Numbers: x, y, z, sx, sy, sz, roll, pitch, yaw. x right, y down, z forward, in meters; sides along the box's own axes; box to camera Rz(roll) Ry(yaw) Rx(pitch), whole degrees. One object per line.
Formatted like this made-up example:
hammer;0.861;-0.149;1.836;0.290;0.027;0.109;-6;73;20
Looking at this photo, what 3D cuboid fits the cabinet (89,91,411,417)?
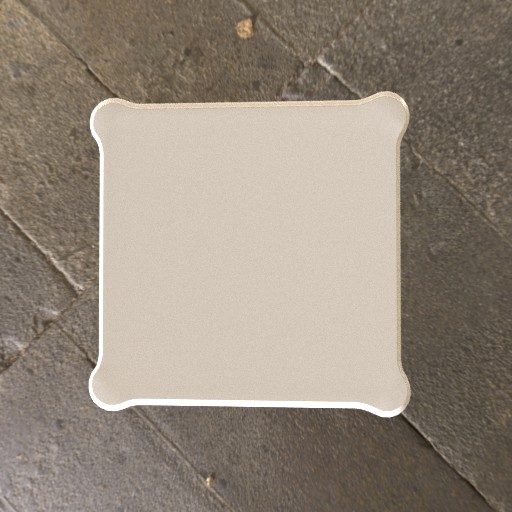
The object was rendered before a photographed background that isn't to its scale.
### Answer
cabinet;0.000;0.000;1.234;0.627;0.761;0.628;0;89;3
